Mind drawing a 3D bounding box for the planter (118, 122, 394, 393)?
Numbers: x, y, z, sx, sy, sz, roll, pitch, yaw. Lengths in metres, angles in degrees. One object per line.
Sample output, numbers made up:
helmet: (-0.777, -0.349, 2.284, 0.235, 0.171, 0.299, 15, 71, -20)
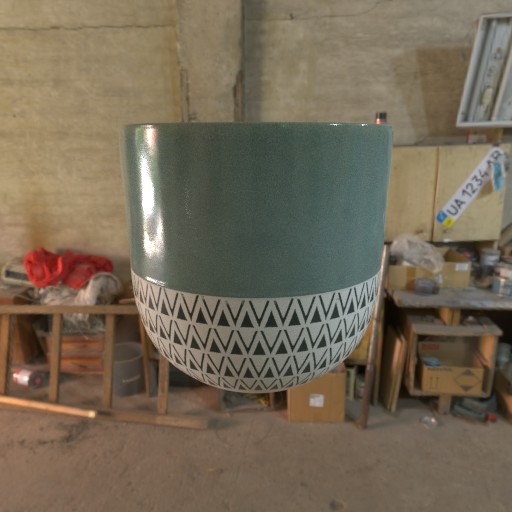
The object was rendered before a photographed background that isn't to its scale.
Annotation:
planter: (0.000, 0.000, 0.480, 0.266, 0.270, 0.266, 0, 15, 0)
